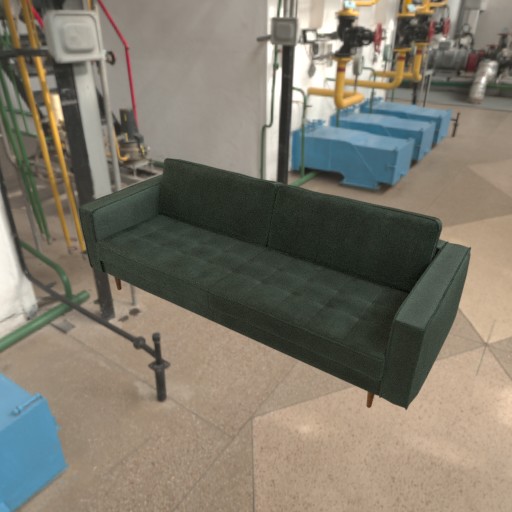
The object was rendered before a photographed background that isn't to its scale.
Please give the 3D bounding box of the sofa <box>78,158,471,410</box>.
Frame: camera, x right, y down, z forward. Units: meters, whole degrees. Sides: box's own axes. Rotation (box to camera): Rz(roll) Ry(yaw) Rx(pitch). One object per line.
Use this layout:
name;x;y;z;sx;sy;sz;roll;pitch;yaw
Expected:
sofa;0.000;0.000;2.654;2.214;0.781;0.886;19;34;30
